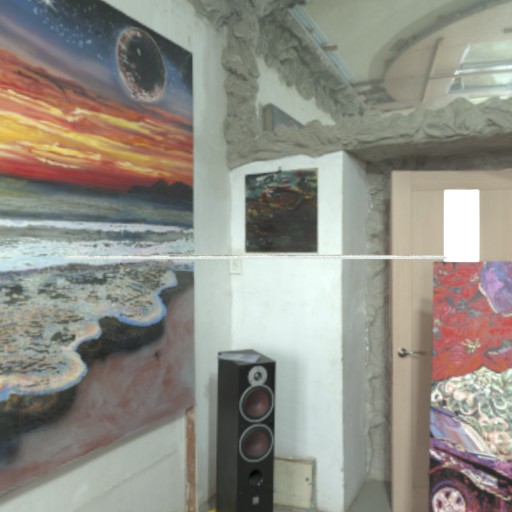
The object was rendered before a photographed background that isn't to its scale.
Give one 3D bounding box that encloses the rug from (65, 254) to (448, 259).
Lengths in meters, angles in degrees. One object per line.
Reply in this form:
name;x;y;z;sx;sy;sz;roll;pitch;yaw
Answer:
rug;0.000;0.000;2.877;1.514;0.014;2.275;0;0;0
